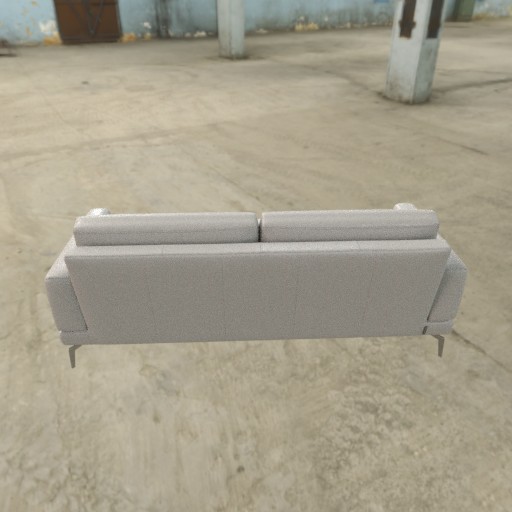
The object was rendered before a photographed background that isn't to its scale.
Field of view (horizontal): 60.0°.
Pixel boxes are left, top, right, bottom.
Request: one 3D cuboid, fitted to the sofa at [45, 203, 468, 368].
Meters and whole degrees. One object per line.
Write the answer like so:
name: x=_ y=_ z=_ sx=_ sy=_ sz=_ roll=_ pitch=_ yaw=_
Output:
sofa: x=0.000 y=0.000 z=2.409 sx=1.940 sy=0.765 sz=0.974 roll=-1 pitch=31 yaw=-2
